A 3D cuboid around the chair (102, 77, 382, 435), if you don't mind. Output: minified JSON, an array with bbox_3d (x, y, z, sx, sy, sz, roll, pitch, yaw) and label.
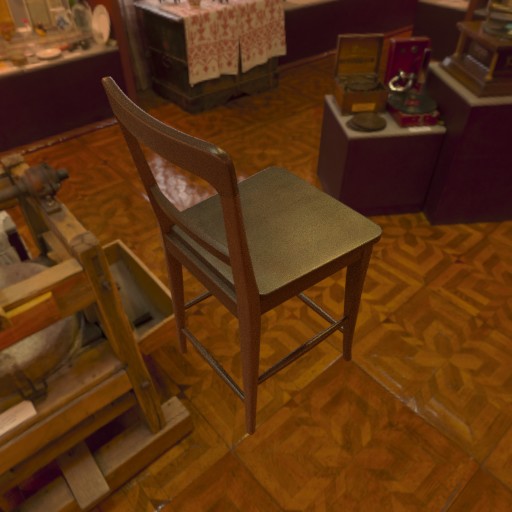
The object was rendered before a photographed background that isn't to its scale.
[{"bbox_3d":[0.000,0.000,1.244,0.546,0.991,0.450,-29,49,-28],"label":"chair"}]
